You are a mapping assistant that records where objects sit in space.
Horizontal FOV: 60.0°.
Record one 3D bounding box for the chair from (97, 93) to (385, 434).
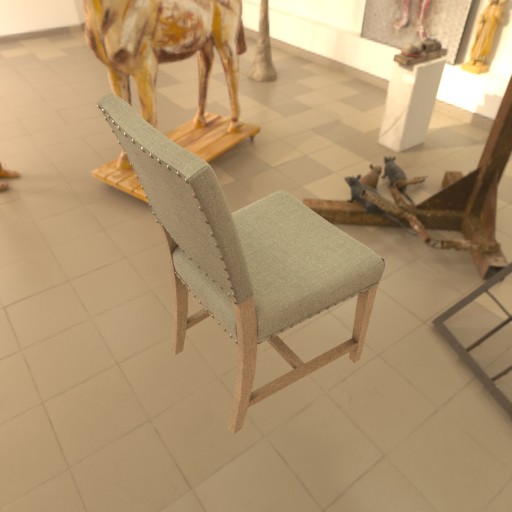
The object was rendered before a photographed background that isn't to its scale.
[{"bbox_3d":[0.000,0.000,1.347,0.622,0.986,0.508,-26,47,-27],"label":"chair"}]
